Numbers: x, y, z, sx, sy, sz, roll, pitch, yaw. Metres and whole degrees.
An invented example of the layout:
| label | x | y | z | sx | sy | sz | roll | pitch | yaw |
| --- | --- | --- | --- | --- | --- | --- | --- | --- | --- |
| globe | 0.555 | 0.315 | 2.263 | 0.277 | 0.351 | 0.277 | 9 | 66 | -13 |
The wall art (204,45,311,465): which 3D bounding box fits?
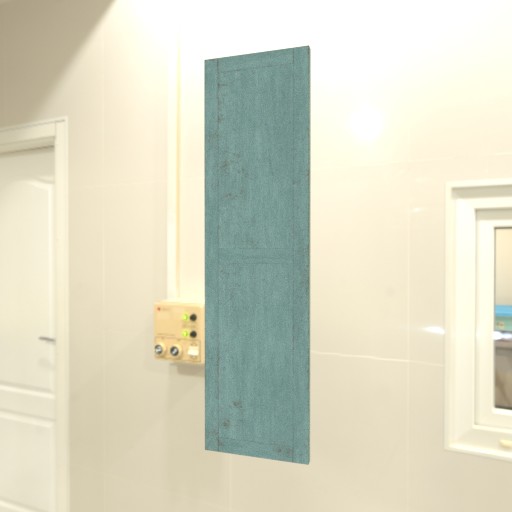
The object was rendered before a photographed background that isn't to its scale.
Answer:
| label | x | y | z | sx | sy | sz | roll | pitch | yaw |
| --- | --- | --- | --- | --- | --- | --- | --- | --- | --- |
| wall art | 0.000 | 0.000 | 1.347 | 0.329 | 1.219 | 0.025 | 0 | 1 | 17 |
